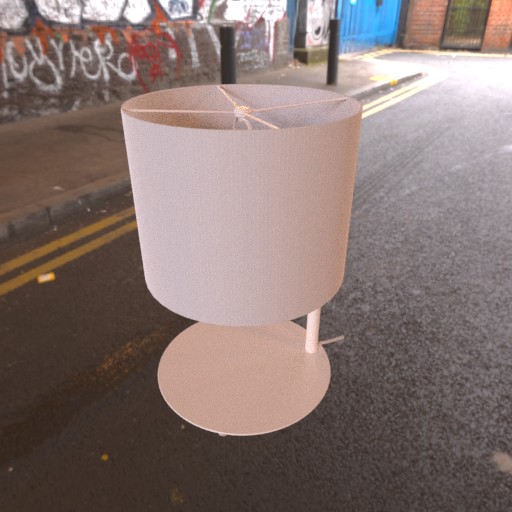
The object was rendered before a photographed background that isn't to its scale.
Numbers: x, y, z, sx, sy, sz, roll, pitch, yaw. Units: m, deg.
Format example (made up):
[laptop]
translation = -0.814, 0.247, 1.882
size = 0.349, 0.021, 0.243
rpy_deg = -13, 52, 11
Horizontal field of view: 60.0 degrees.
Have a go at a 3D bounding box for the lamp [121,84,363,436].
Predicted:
[lamp]
translation = 0.000, 0.000, 0.678
size = 0.341, 0.454, 0.299
rpy_deg = -8, 30, -14
